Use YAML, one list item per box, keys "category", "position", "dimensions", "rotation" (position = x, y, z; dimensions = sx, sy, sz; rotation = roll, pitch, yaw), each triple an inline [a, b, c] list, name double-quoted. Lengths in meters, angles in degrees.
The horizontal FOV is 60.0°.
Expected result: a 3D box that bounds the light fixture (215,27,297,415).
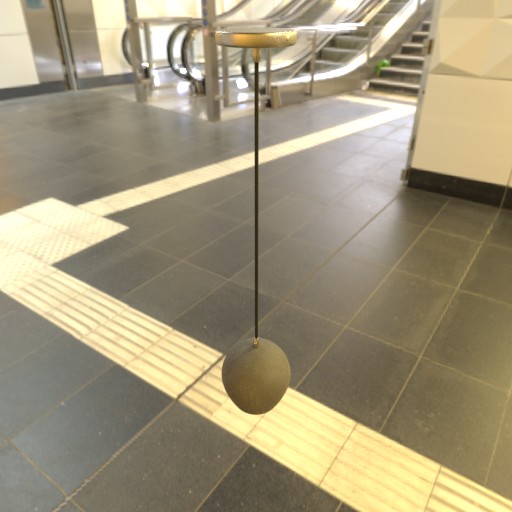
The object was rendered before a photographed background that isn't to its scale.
- category: "light fixture"
  position: [0.000, 0.000, 0.836]
  dimensions: [0.153, 0.760, 0.153]
  rotation: [8, 31, 13]
